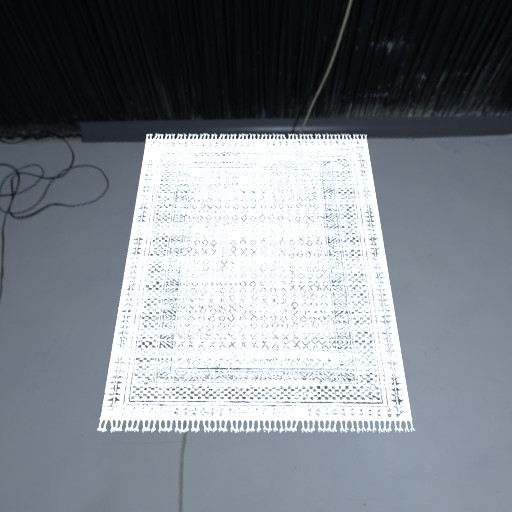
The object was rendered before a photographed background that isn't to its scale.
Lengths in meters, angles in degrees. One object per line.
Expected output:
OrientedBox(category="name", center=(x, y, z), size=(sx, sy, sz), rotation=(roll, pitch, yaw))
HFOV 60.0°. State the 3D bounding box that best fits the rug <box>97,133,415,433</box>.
OrientedBox(category="rug", center=(0.000, 0.000, 3.920), size=(2.312, 0.013, 2.940), rotation=(0, 61, 0))
